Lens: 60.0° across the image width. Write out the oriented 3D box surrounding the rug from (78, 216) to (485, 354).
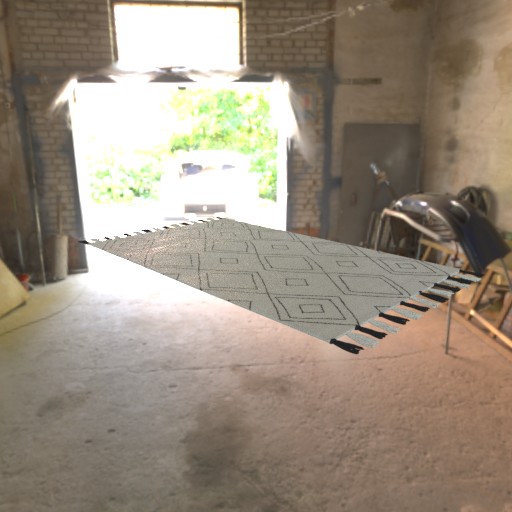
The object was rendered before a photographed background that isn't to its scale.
[{"bbox_3d":[0.000,0.000,3.305,1.524,0.021,2.755,-15,22,-42],"label":"rug"}]
